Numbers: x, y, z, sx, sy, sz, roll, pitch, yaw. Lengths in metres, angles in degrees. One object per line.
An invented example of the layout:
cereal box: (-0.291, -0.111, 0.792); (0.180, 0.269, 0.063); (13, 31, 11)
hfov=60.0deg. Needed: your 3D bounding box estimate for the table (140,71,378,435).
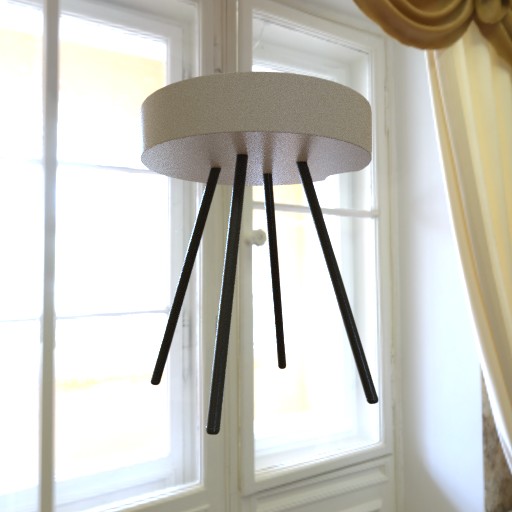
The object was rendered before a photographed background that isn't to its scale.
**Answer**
table: (0.000, 0.000, 0.851); (0.450, 0.525, 0.450); (0, -1, 0)
